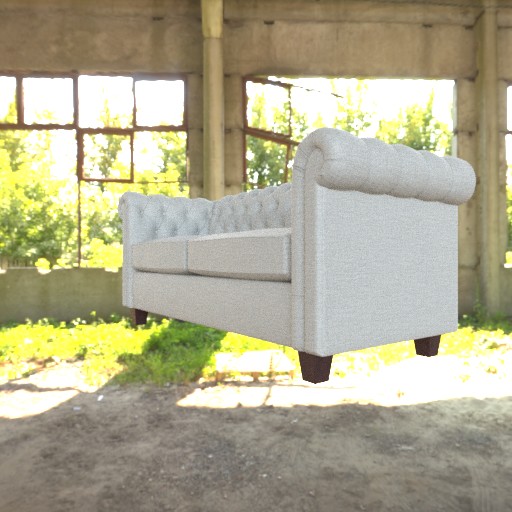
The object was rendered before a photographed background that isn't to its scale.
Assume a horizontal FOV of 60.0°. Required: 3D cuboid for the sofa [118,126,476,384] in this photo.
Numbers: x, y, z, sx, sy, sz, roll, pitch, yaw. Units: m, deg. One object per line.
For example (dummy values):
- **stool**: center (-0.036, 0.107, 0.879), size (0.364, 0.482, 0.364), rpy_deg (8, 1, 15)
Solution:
- **sofa**: center (0.000, 0.000, 2.184), size (0.783, 0.797, 1.798), rpy_deg (0, 0, -36)
